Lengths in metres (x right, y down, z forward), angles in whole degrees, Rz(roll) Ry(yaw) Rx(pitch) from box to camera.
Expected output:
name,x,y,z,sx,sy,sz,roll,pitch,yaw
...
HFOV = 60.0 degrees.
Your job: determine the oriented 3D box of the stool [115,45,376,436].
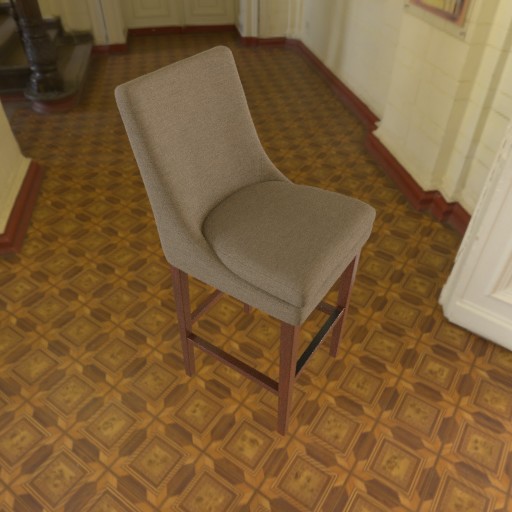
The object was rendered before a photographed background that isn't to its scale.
name,x,y,z,sx,sy,sz,roll,pitch,yaw
stool,0.000,0.000,1.393,0.577,1.078,0.470,24,46,25
